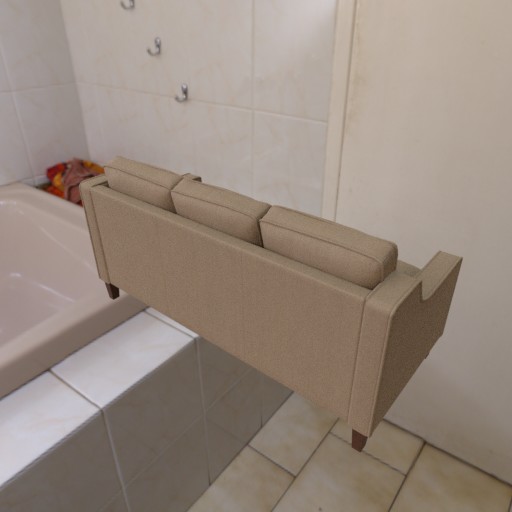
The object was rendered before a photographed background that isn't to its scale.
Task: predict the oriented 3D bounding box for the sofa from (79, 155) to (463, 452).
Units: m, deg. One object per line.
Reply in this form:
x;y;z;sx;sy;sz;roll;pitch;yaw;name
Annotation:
0.000;0.000;2.555;1.986;0.974;0.911;22;37;33;sofa
